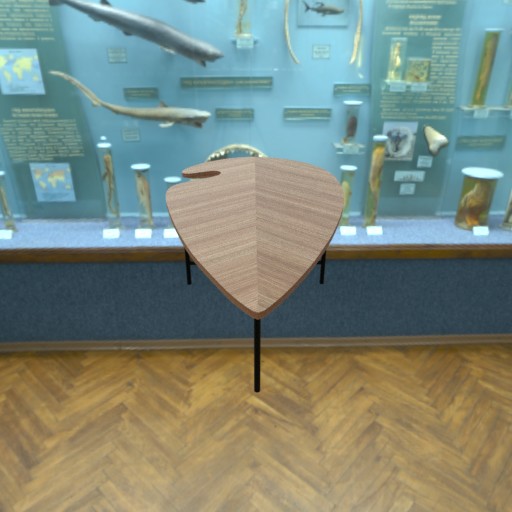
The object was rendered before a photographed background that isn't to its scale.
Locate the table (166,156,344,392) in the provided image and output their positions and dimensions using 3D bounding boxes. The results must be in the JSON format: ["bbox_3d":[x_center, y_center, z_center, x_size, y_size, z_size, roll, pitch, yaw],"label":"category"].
[{"bbox_3d":[0.000,0.000,1.460,0.598,0.360,1.199,0,27,0],"label":"table"}]
